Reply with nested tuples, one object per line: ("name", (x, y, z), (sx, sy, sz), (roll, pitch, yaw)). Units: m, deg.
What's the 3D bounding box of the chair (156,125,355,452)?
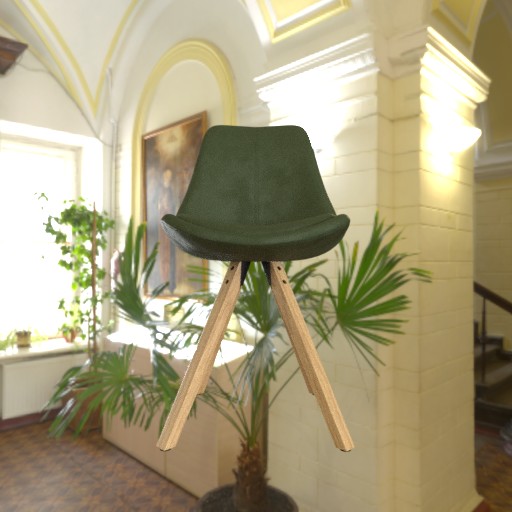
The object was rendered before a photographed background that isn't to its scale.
("chair", (0.000, 0.000, 1.200), (0.483, 0.865, 0.547), (0, -1, 0))
